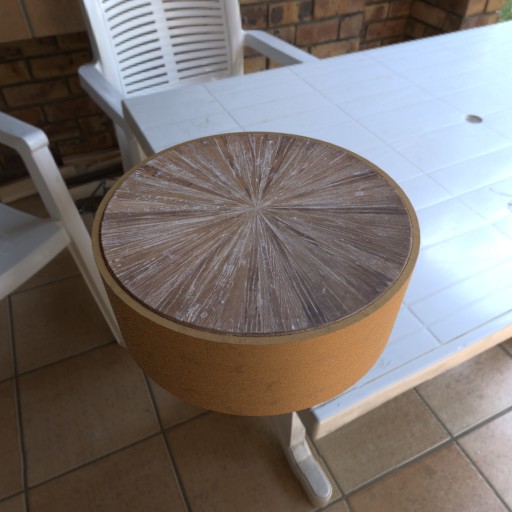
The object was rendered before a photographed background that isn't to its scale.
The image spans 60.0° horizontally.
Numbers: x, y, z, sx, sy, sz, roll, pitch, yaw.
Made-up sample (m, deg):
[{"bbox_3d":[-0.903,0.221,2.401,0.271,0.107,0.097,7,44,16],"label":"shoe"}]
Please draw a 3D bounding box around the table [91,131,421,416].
[{"bbox_3d":[0.000,0.000,1.532,1.001,0.409,1.001,0,44,0],"label":"table"}]
